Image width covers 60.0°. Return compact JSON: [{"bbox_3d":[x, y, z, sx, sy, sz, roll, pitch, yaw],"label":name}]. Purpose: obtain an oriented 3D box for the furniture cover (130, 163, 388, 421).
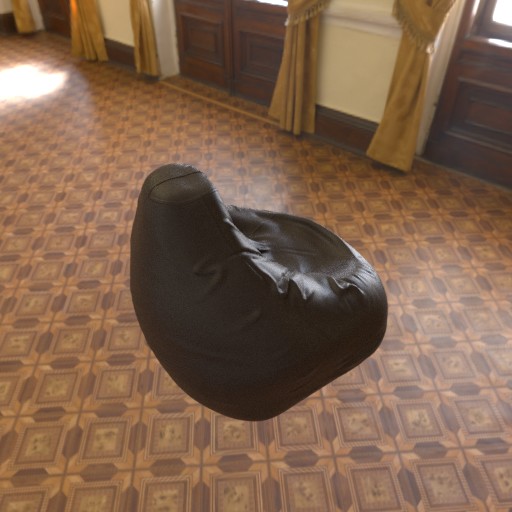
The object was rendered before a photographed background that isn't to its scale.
[{"bbox_3d":[0.000,0.000,1.886,1.070,0.990,1.070,-25,47,-27],"label":"furniture cover"}]
